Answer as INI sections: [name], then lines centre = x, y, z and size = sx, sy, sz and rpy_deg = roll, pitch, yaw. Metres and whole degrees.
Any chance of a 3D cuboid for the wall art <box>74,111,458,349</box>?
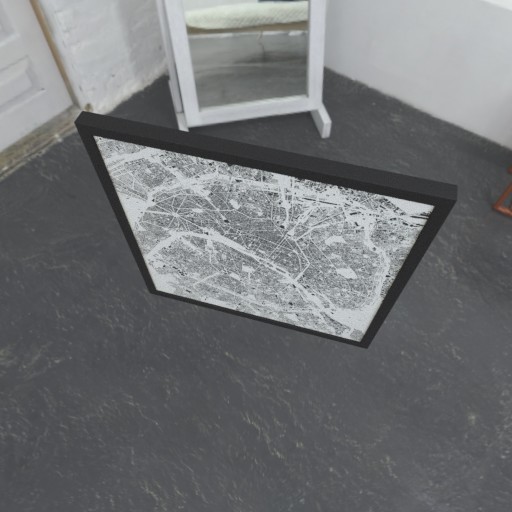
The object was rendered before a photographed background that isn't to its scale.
[wall art]
centre = 0.000, 0.000, 1.184
size = 0.763, 0.763, 0.037
rpy_deg = 13, 59, 8
